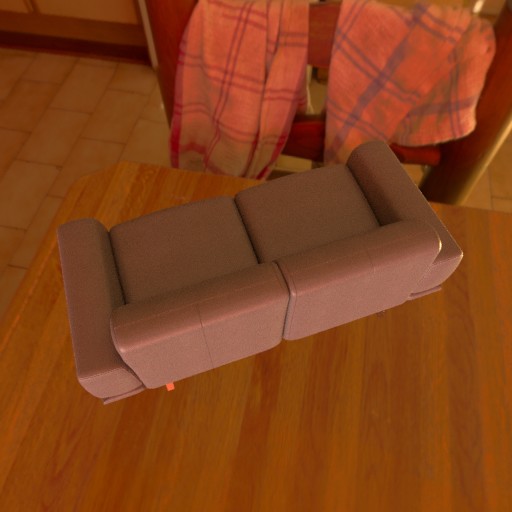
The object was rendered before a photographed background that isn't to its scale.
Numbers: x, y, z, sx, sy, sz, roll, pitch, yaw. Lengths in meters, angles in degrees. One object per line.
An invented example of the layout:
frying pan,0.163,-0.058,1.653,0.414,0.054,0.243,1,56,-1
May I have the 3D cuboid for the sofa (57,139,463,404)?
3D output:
sofa,0.000,0.000,2.362,1.901,0.772,0.900,-17,60,-10
